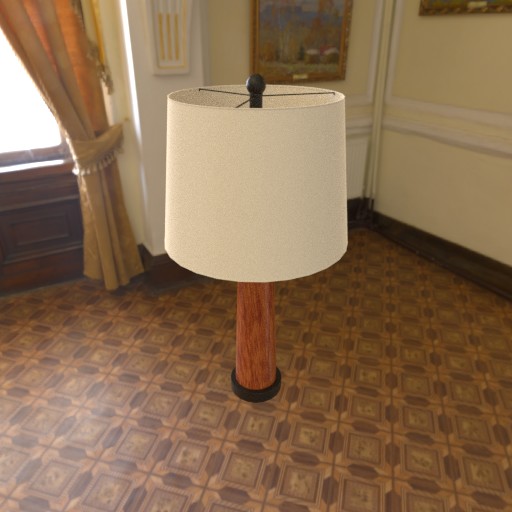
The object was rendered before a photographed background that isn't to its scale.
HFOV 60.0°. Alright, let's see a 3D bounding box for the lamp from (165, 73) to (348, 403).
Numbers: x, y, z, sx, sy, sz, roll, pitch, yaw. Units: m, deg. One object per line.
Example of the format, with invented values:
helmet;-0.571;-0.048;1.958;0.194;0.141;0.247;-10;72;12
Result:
lamp;0.000;0.000;0.874;0.349;0.667;0.349;0;27;0
